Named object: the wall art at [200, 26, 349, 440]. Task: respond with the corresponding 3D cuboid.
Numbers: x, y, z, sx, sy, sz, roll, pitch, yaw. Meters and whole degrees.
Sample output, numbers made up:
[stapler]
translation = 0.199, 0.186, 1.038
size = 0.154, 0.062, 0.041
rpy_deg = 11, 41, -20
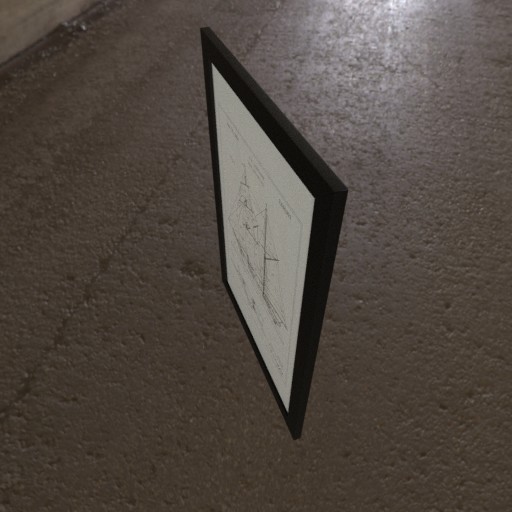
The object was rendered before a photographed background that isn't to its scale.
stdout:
[wall art]
translation = 0.000, 0.000, 0.582
size = 0.011, 0.459, 0.326
rpy_deg = -16, 49, -15
